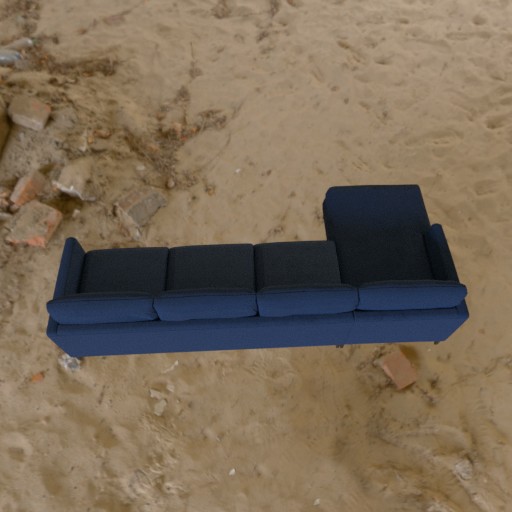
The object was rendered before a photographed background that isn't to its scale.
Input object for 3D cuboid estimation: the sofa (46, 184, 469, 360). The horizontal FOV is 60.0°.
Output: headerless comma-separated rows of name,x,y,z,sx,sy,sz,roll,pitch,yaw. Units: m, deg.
sofa,0.000,0.000,2.922,2.450,0.679,1.128,-2,59,-1
